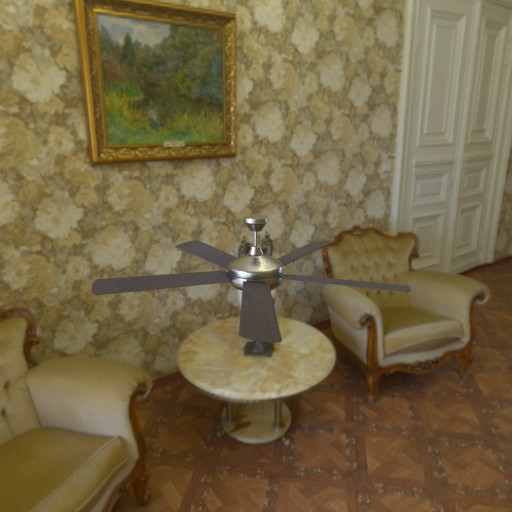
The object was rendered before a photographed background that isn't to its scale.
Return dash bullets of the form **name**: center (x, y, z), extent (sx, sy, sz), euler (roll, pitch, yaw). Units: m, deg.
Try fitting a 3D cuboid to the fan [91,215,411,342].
- **fan**: center (0.000, 0.000, 1.991), extent (1.321, 0.356, 1.321), euler (2, 16, 8)
